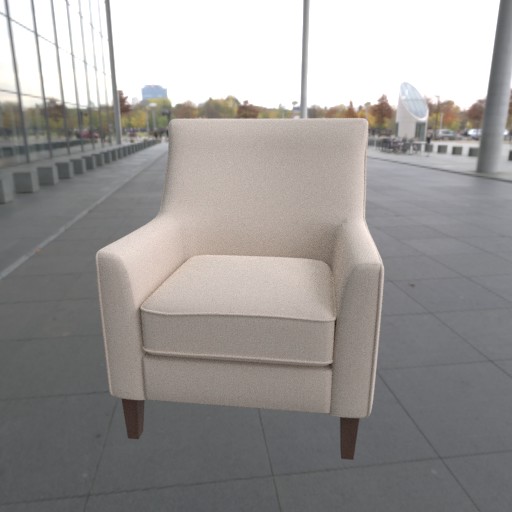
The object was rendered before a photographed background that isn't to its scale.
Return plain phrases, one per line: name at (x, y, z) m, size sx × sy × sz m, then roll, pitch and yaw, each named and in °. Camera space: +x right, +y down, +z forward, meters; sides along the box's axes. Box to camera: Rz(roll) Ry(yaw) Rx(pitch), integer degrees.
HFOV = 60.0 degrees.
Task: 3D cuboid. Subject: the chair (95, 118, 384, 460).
chair at (0.000, 0.000, 1.522) m, size 0.756 × 0.916 × 0.879 m, roll 2°, pitch 16°, yaw 8°
